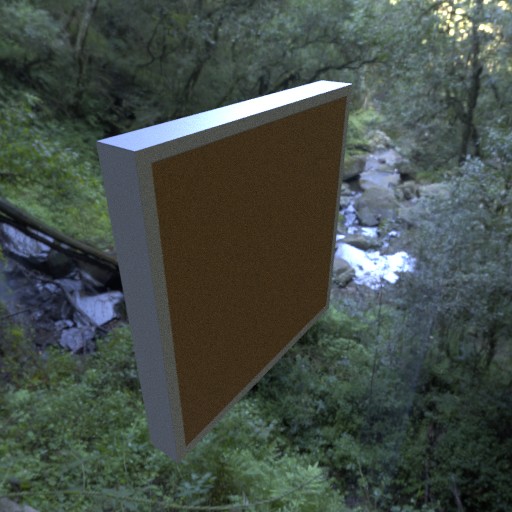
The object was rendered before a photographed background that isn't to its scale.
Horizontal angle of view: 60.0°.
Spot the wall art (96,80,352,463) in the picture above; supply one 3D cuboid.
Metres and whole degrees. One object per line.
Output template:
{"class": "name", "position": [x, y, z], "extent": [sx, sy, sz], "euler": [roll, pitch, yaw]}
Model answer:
{"class": "wall art", "position": [0.000, 0.000, 0.464], "extent": [0.038, 0.305, 0.305], "euler": [20, 36, 31]}
